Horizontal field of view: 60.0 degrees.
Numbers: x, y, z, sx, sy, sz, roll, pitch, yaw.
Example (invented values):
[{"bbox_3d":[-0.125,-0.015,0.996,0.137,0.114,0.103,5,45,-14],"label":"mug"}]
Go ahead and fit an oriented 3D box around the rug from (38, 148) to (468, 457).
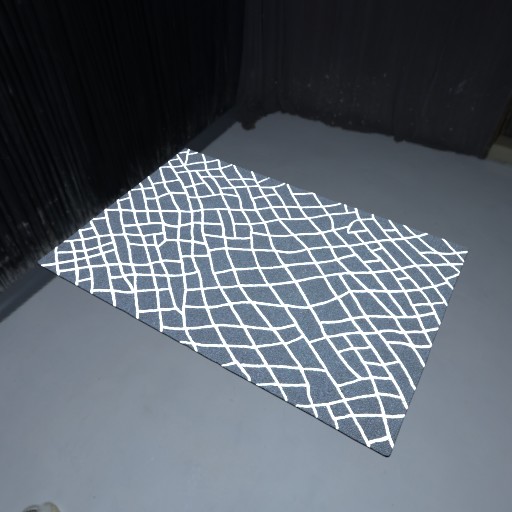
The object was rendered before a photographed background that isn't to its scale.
[{"bbox_3d":[0.000,0.000,2.247,1.830,0.013,1.223,23,50,21],"label":"rug"}]
